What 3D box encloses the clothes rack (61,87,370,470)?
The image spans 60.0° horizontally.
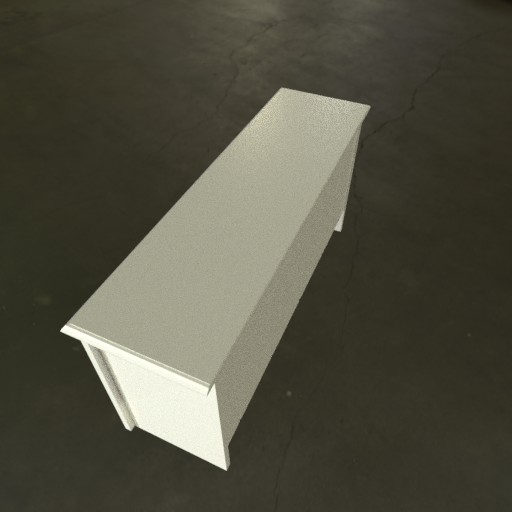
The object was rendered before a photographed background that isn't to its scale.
[{"bbox_3d":[0.000,0.000,1.348,0.324,0.531,1.120,18,49,17],"label":"clothes rack"}]
